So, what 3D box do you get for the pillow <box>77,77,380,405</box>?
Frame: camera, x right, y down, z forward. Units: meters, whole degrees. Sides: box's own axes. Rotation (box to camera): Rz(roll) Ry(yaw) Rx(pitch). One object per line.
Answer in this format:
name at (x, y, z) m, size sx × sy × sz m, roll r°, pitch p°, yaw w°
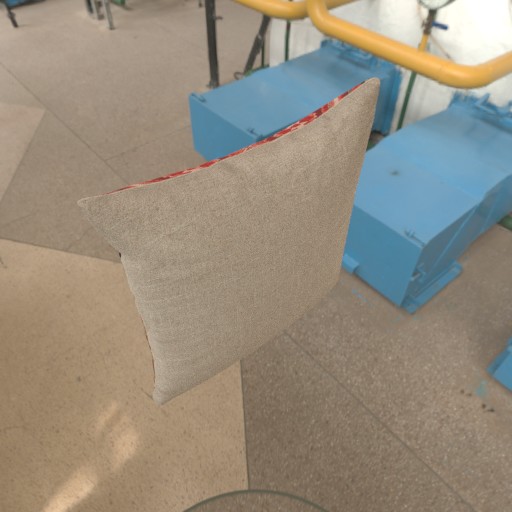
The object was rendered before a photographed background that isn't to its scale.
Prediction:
pillow at (0.000, 0.000, 0.790) m, size 0.513 × 0.511 × 0.158 m, roll -31°, pitch 54°, yaw -26°
